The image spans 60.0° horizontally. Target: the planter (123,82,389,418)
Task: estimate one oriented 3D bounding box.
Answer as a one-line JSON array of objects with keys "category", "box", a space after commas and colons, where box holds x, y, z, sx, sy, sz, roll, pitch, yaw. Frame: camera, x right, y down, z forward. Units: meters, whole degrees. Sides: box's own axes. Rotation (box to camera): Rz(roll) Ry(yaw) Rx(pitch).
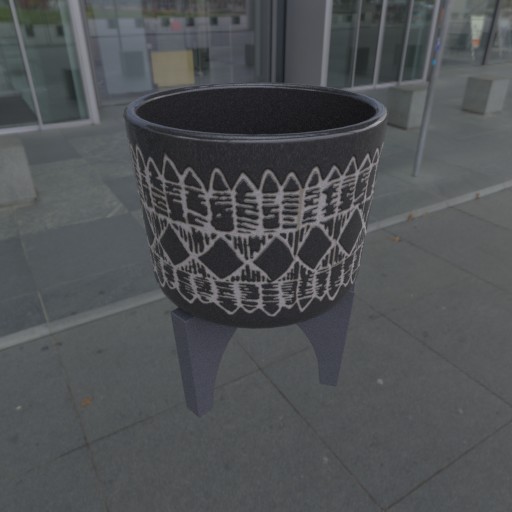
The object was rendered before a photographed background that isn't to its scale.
[{"category": "planter", "box": [0.000, 0.000, 0.266, 0.129, 0.177, 0.129, 0, 30, 0]}]
